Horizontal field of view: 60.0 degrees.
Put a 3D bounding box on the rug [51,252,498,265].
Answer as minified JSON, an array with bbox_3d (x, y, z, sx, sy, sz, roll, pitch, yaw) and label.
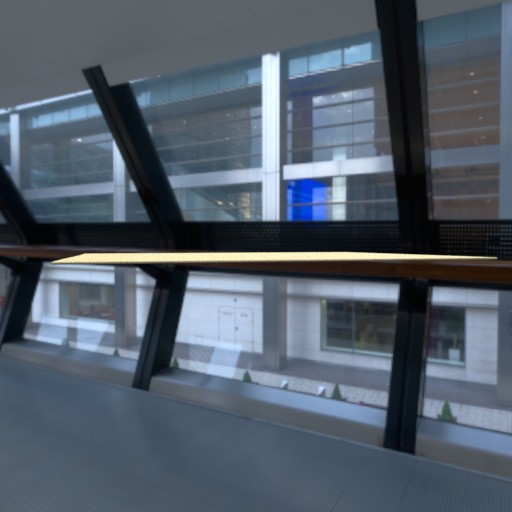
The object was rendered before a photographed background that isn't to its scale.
[{"bbox_3d":[0.000,0.000,4.168,3.204,0.016,2.452,0,2,-16],"label":"rug"}]
